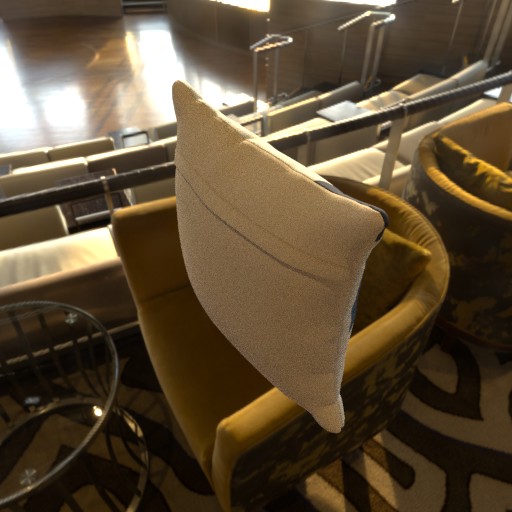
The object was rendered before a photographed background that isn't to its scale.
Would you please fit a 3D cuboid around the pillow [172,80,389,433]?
[{"bbox_3d":[0.000,0.000,0.823,0.229,0.506,0.536,-26,48,-26],"label":"pillow"}]
